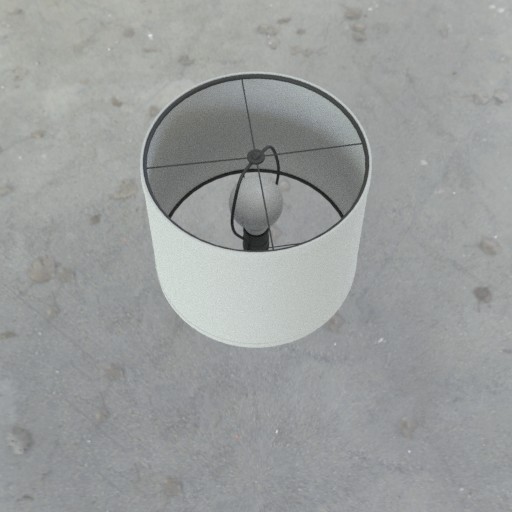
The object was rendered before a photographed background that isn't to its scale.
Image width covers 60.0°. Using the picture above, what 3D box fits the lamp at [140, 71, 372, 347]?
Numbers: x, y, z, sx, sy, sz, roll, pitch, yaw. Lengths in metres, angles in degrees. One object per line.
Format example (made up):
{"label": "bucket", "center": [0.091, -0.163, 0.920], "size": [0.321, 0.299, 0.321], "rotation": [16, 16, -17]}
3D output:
{"label": "lamp", "center": [0.000, 0.000, 0.708], "size": [0.310, 0.501, 0.310], "rotation": [0, 63, 0]}
